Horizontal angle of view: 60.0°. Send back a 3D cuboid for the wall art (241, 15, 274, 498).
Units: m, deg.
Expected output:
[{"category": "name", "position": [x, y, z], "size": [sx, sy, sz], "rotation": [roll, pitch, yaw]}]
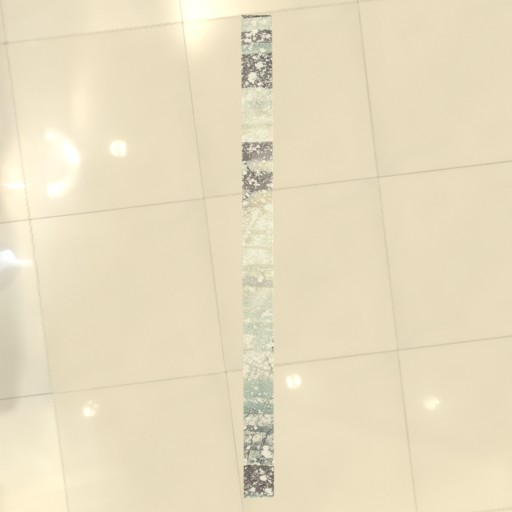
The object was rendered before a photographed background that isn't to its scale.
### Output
[{"category": "wall art", "position": [0.000, 0.000, 0.764], "size": [0.042, 0.398, 0.618], "rotation": [0, 91, -1]}]
